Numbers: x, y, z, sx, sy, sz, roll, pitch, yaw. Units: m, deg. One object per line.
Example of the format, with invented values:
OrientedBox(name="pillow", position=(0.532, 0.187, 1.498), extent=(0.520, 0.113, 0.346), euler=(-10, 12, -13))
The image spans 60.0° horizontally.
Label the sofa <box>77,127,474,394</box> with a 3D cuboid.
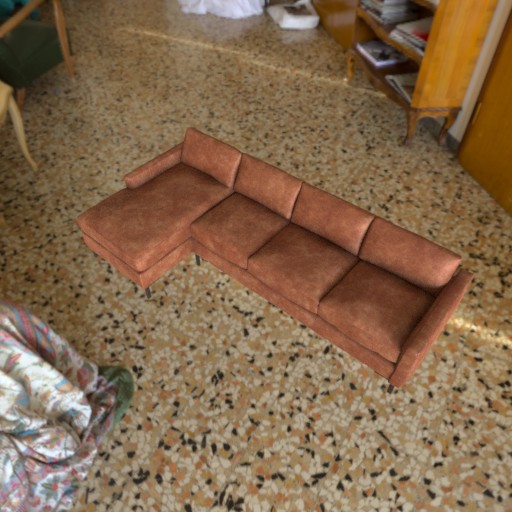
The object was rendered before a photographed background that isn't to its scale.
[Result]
OrientedBox(name="sofa", position=(0.000, 0.000, 3.696), extent=(2.993, 0.859, 1.471), euler=(31, 54, 26))
